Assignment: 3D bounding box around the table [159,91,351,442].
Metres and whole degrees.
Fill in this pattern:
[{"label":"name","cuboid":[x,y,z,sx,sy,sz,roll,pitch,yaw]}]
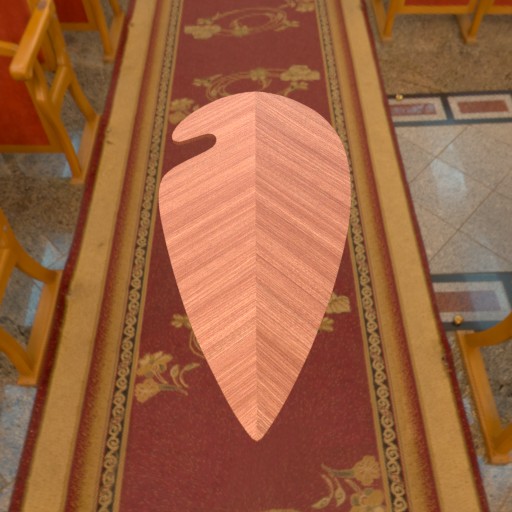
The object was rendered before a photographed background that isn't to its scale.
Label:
[{"label":"table","cuboid":[0.000,0.000,1.455,0.598,0.360,1.199,0,58,0]}]
